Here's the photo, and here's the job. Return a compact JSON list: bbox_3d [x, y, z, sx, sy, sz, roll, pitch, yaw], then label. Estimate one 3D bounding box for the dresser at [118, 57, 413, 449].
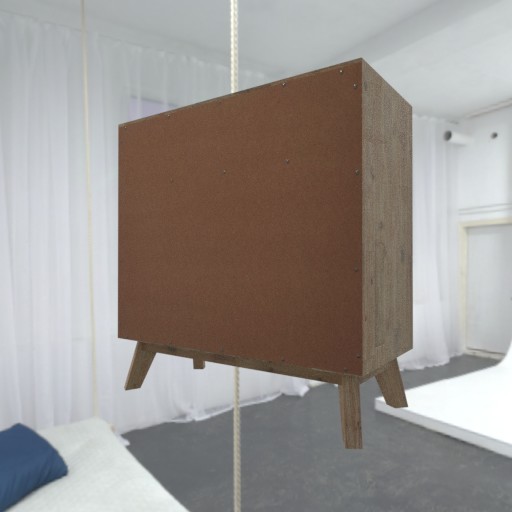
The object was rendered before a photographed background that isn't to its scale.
[{"bbox_3d":[0.000,0.000,1.625,0.998,1.029,0.455,0,-1,35],"label":"dresser"}]
